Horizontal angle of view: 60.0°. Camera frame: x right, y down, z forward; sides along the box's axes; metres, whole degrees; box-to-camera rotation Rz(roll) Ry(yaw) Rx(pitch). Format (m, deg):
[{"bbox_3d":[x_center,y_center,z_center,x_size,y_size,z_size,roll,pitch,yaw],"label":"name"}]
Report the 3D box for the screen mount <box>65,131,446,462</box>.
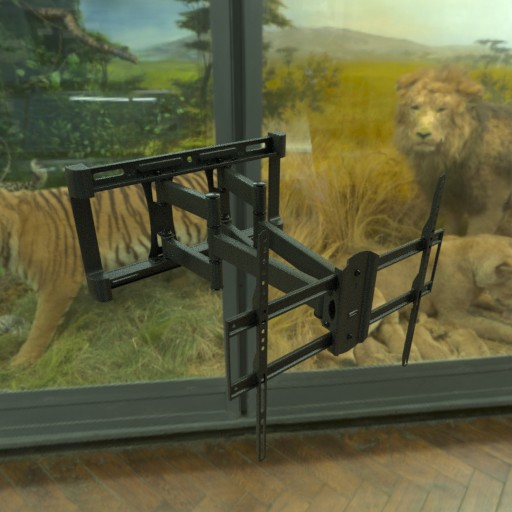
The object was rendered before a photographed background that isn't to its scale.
[{"bbox_3d":[0.000,0.000,0.942,0.571,0.424,0.556,-19,33,-32],"label":"screen mount"}]
